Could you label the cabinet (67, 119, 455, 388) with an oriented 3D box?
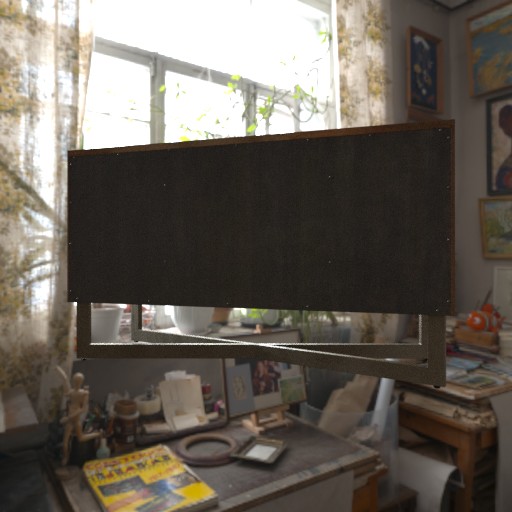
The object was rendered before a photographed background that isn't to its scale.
[{"bbox_3d":[0.000,0.000,1.739,1.373,0.812,0.480,0,0,17],"label":"cabinet"}]
